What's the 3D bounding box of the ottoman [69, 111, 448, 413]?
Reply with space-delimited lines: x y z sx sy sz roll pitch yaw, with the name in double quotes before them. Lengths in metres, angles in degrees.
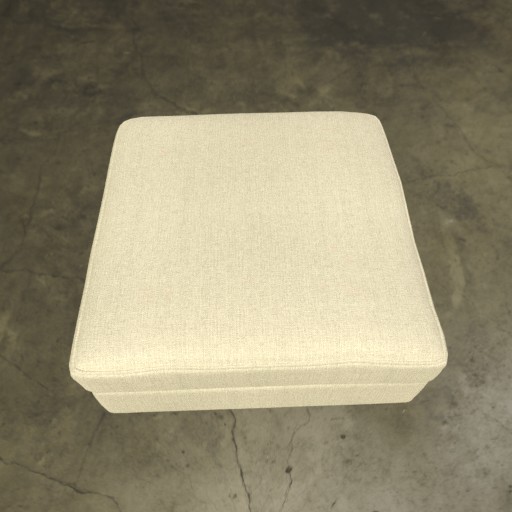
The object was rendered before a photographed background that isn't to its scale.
"ottoman" 0.000 0.000 1.312 0.838 0.478 0.838 -2 56 -1
